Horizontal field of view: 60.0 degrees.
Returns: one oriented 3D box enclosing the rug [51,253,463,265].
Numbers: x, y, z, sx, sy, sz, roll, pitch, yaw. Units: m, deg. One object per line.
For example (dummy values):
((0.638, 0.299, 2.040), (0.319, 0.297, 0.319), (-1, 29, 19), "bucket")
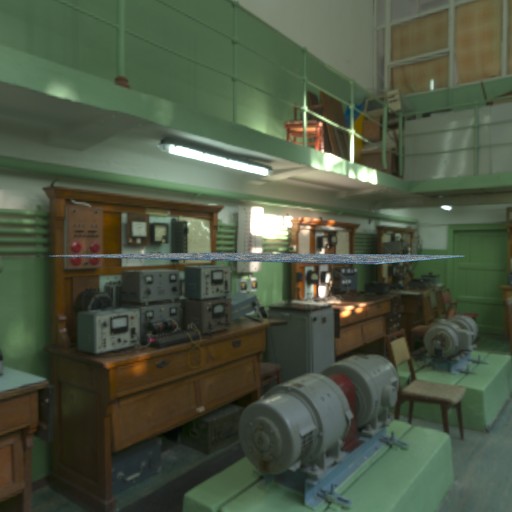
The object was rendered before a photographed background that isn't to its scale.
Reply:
((0.000, 0.000, 4.302), (3.291, 0.013, 2.337), (1, 2, 36), "rug")
